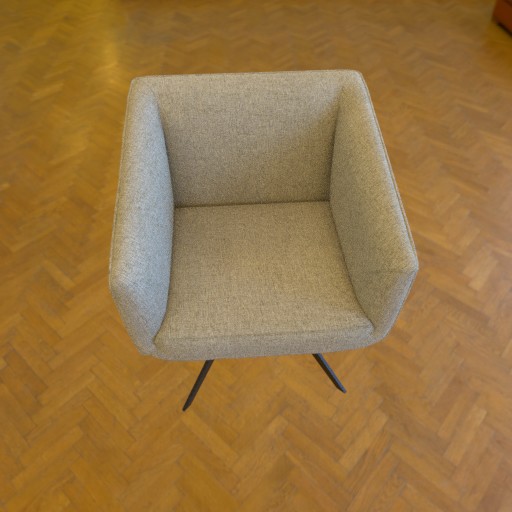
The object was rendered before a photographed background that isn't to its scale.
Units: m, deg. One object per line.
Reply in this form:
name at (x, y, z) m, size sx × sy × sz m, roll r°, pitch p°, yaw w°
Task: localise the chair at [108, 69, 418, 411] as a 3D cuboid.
chair at (0.000, 0.000, 1.237) m, size 0.628 × 0.760 × 0.623 m, roll -3°, pitch 47°, yaw -3°
